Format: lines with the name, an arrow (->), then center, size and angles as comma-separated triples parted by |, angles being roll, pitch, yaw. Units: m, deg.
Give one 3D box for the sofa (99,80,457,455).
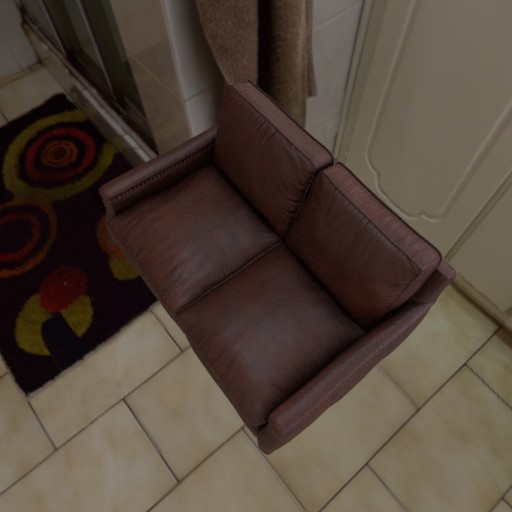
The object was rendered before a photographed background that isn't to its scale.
sofa -> 0.000, 0.000, 2.355 | 1.083, 1.003, 1.628 | -34, 67, -16
